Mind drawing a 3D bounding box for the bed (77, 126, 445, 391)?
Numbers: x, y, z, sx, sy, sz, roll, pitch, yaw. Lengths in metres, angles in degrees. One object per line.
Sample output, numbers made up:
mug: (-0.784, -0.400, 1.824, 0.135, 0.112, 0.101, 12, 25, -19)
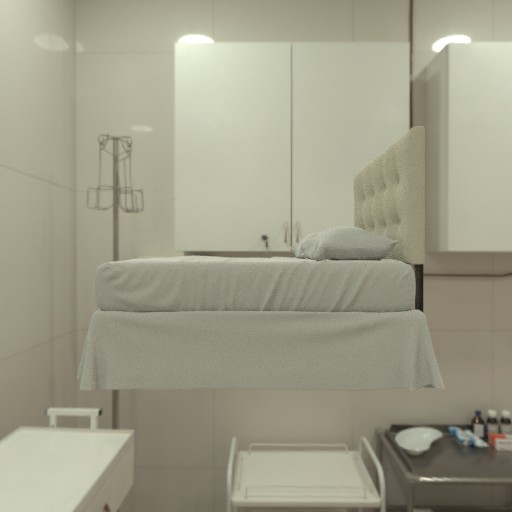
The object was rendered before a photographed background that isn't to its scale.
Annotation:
bed: (0.000, 0.000, 3.471, 2.222, 1.577, 1.936, 0, 0, 0)
